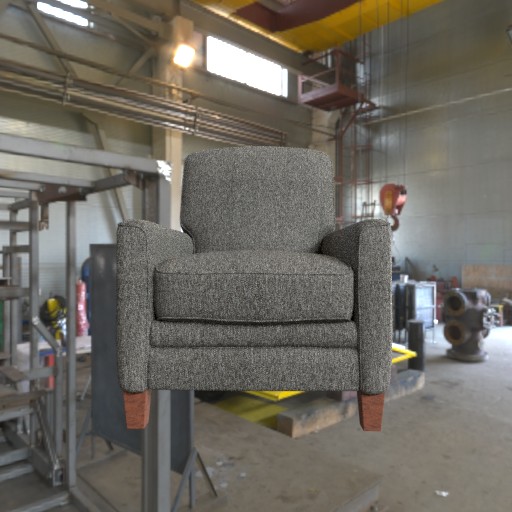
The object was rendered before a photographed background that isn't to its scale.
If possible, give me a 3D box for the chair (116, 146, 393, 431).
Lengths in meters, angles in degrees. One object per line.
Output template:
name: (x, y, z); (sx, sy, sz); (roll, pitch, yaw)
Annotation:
chair: (0.000, 0.000, 1.664); (0.848, 1.014, 0.864); (0, 0, 1)
